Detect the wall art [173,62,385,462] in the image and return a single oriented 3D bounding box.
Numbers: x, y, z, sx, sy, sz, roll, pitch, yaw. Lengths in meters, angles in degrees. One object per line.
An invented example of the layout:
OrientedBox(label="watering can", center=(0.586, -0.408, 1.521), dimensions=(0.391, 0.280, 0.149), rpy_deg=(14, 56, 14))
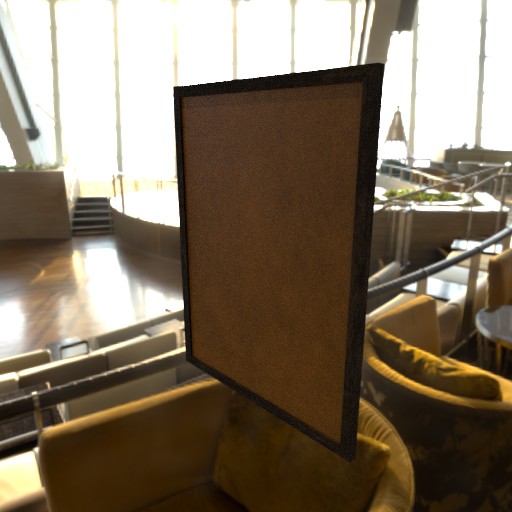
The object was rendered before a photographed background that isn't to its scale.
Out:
OrientedBox(label="wall art", center=(0.000, 0.000, 1.421), dimensions=(0.029, 1.066, 0.812), rpy_deg=(-15, 22, -42))
